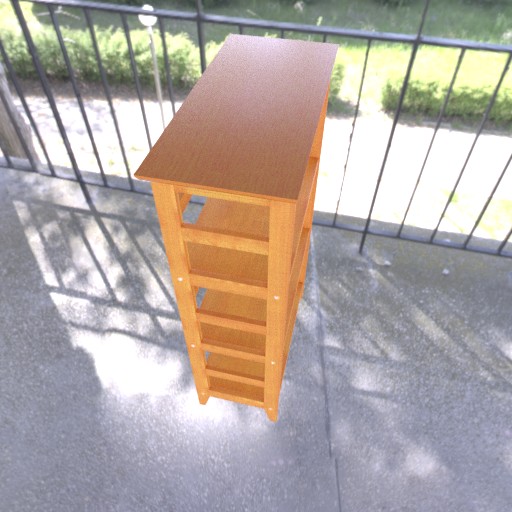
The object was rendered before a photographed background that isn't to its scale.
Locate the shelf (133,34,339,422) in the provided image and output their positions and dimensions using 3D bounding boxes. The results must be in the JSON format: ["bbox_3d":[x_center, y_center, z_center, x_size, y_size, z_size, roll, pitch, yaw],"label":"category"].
[{"bbox_3d":[0.000,0.000,1.396,0.305,1.067,0.660,10,48,9],"label":"shelf"}]
